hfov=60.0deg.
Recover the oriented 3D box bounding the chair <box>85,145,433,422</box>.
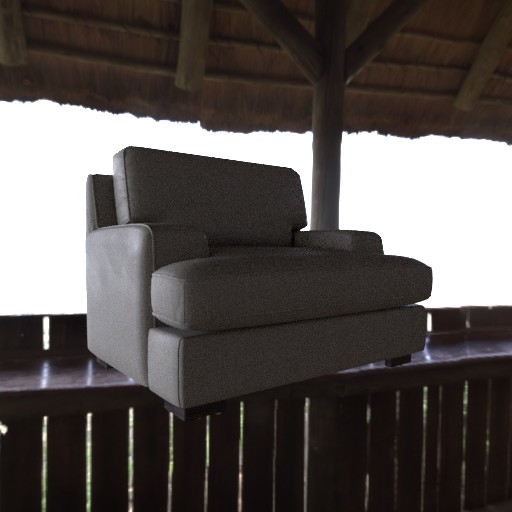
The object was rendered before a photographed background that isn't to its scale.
[{"bbox_3d":[0.000,0.000,1.975,1.270,0.974,1.043,-1,2,-37],"label":"chair"}]
